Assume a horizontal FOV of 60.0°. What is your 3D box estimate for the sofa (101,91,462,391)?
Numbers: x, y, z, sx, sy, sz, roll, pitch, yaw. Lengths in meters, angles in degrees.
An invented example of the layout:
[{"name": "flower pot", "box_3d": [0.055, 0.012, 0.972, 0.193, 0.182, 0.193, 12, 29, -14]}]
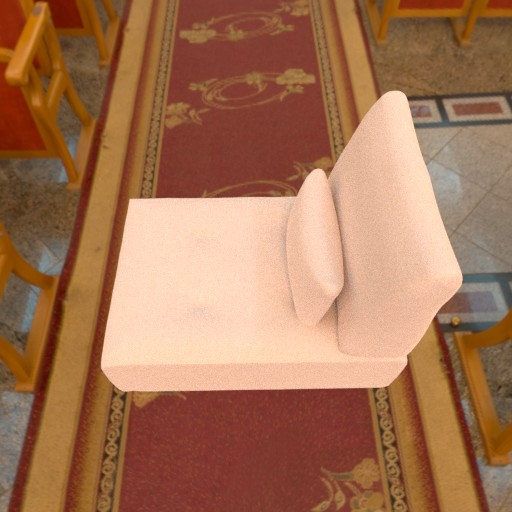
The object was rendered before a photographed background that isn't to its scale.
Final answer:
[{"name": "sofa", "box_3d": [0.000, 0.000, 1.502, 1.000, 0.820, 0.700, -1, 57, 0]}]
